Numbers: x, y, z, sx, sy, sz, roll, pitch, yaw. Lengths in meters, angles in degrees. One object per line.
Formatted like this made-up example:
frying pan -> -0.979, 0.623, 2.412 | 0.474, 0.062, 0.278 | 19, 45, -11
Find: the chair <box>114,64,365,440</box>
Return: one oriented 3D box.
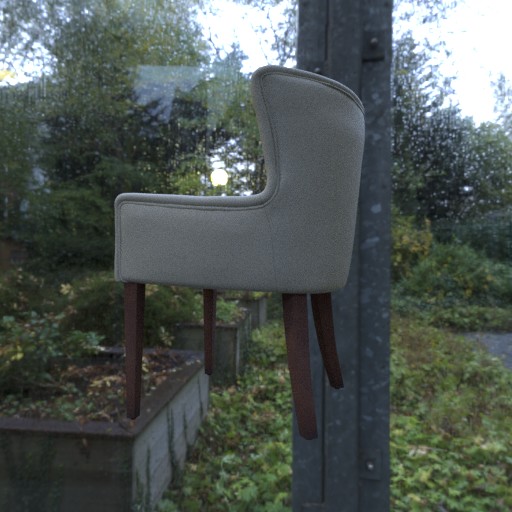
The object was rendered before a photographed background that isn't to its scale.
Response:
chair -> 0.000, 0.000, 1.444 | 0.686, 0.952, 0.660 | 0, 0, 19
